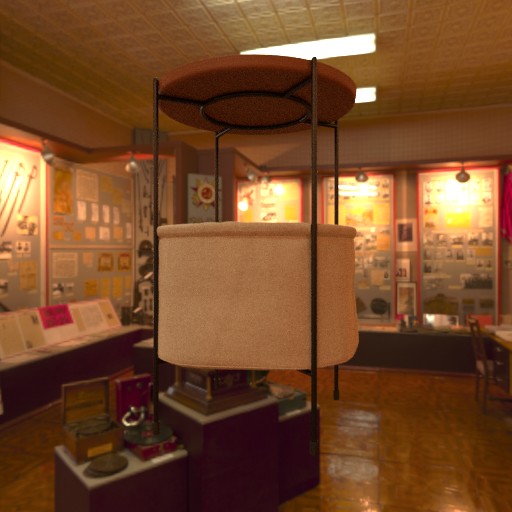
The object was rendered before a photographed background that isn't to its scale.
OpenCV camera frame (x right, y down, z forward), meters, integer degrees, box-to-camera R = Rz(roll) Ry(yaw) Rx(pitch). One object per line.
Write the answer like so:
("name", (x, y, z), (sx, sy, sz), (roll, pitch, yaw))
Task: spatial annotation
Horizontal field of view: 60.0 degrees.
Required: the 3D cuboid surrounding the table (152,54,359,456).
("table", (0.000, 0.000, 0.869), (0.393, 0.623, 0.393), (0, 0, 17))
